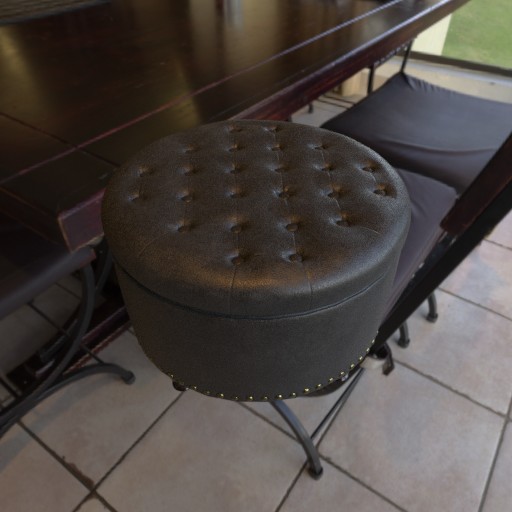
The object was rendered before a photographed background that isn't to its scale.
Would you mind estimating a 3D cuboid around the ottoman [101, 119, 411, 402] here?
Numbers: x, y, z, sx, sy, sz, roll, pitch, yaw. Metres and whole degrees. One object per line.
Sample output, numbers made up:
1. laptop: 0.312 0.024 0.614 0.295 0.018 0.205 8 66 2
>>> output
1. ottoman: 0.000 0.000 1.059 0.637 0.442 0.637 0 41 0
